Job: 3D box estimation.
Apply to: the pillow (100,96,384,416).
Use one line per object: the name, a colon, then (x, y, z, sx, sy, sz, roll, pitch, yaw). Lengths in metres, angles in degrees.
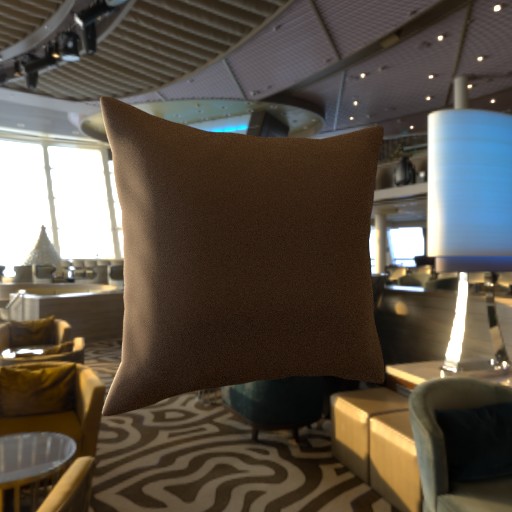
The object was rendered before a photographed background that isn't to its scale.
pillow: (0.000, 0.000, 0.680, 0.453, 0.443, 0.168, 0, 0, -17)
